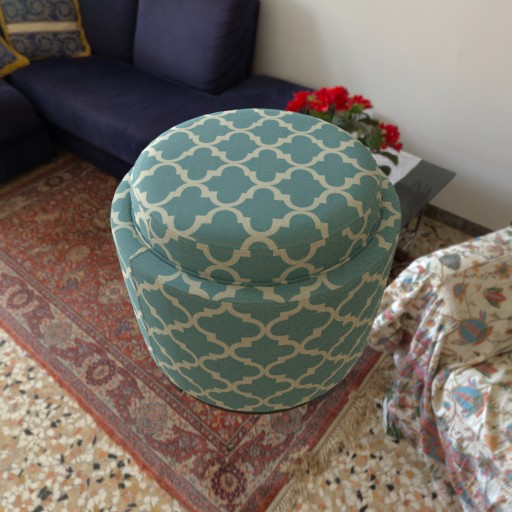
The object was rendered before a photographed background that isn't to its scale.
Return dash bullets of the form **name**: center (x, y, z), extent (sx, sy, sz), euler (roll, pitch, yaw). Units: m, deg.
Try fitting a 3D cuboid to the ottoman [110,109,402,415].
- **ottoman**: center (0.000, 0.000, 0.835), extent (0.480, 0.429, 0.480), euler (0, 45, 0)
